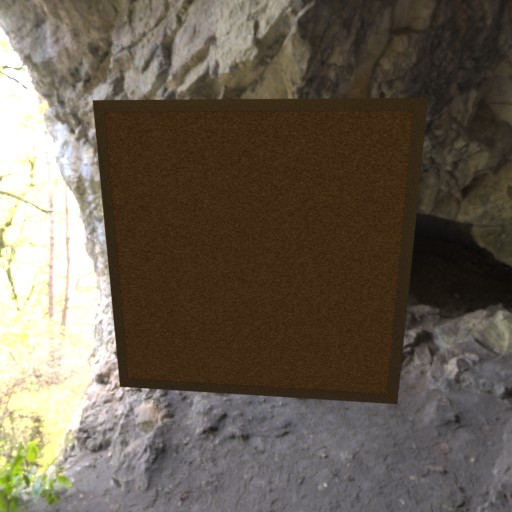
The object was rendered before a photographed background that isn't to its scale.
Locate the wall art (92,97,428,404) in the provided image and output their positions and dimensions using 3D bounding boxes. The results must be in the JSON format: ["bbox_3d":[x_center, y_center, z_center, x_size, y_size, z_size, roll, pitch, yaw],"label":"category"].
[{"bbox_3d":[0.000,0.000,0.459,0.304,0.305,0.038,2,16,6],"label":"wall art"}]
